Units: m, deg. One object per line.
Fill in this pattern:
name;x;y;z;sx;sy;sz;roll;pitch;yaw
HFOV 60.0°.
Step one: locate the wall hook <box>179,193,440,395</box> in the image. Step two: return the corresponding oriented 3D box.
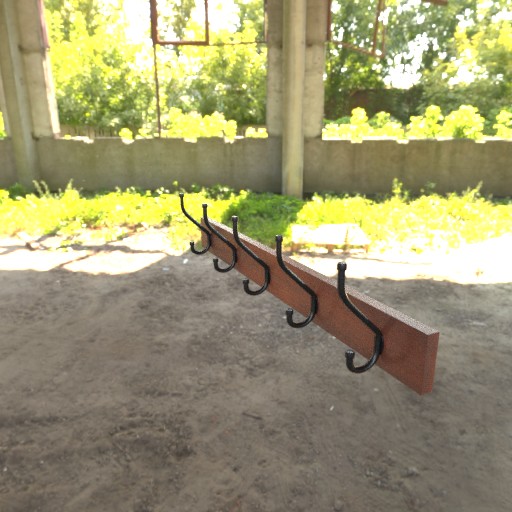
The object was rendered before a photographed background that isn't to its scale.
wall hook;0.000;0.000;0.614;0.071;0.117;0.571;-8;18;-25
